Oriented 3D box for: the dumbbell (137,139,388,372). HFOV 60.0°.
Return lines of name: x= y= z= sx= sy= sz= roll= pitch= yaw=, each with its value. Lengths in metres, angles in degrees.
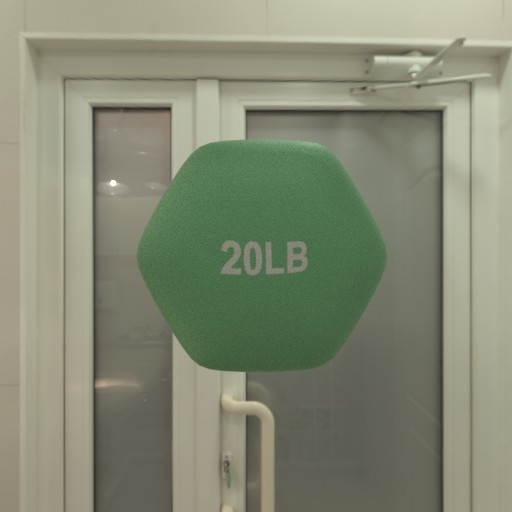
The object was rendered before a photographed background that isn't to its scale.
dumbbell: x=0.000 y=0.000 z=0.332 sx=0.129 sy=0.117 sz=0.260 roll=0 pitch=0 yaw=-1
